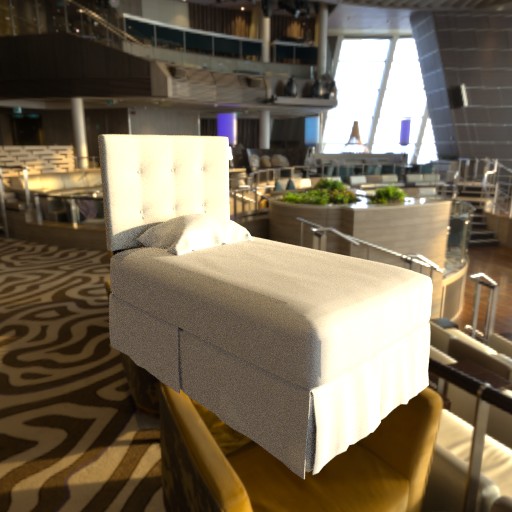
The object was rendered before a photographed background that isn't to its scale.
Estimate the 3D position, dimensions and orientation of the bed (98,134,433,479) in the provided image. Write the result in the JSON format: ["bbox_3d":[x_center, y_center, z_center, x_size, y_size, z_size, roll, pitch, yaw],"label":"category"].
[{"bbox_3d":[0.000,0.000,2.929,1.261,1.571,1.997,-13,19,-43],"label":"bed"}]
